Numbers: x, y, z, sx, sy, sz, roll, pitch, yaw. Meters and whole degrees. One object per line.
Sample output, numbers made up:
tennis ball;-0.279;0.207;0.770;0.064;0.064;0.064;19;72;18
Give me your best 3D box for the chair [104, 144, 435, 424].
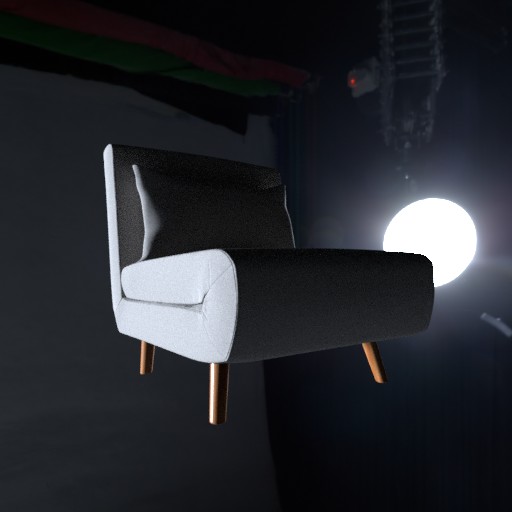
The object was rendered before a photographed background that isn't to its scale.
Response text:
chair;0.000;0.000;1.486;0.770;0.808;0.902;0;-1;-36
